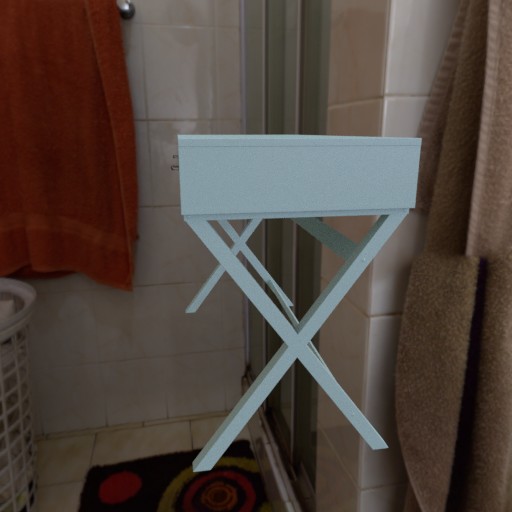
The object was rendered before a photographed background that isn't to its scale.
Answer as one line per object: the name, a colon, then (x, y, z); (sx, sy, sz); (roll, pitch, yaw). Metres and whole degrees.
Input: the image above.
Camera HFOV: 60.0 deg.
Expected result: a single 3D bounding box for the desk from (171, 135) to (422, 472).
desk: (0.000, 0.000, 1.493); (0.525, 0.780, 1.057); (-3, 16, -9)
